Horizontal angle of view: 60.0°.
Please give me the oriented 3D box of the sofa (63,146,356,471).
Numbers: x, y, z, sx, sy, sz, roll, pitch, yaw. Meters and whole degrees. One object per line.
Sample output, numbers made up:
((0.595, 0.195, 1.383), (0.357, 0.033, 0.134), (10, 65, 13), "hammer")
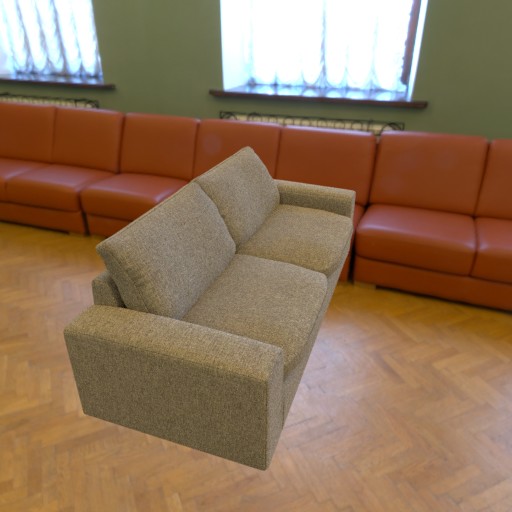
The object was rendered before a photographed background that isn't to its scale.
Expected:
((0.000, 0.000, 2.840), (1.040, 0.922, 2.299), (10, 30, 17), "sofa")
